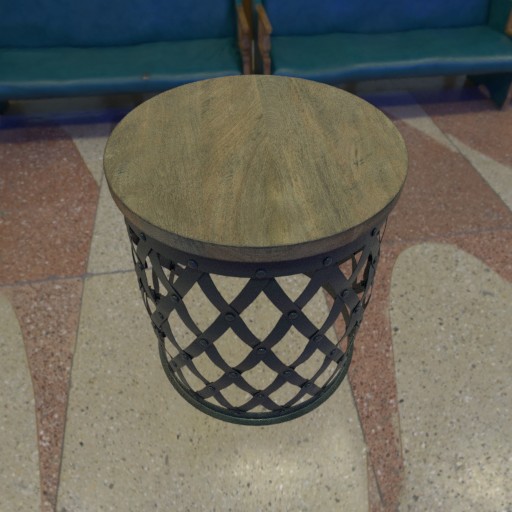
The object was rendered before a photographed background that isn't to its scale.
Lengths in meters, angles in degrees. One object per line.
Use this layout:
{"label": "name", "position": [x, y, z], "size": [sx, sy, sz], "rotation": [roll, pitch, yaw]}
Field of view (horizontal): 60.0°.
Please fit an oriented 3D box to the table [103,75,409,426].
{"label": "table", "position": [0.000, 0.000, 0.765], "size": [0.405, 0.454, 0.405], "rotation": [0, 47, 0]}
